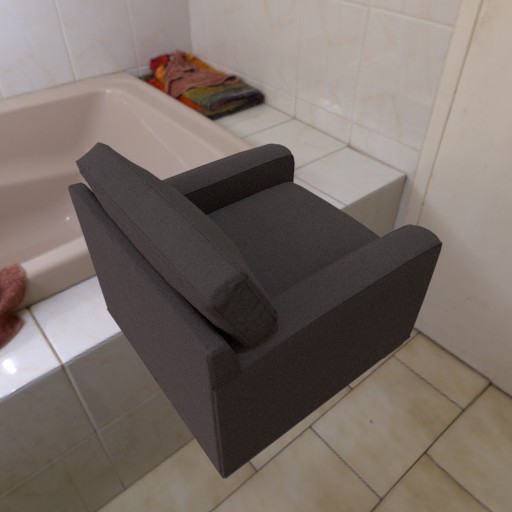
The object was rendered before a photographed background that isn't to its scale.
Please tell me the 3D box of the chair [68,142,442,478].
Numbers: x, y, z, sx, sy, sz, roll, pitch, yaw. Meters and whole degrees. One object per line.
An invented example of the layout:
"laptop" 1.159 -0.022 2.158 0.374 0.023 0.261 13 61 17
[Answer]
"chair" 0.000 0.000 1.798 1.043 0.913 0.997 -27 48 -27
